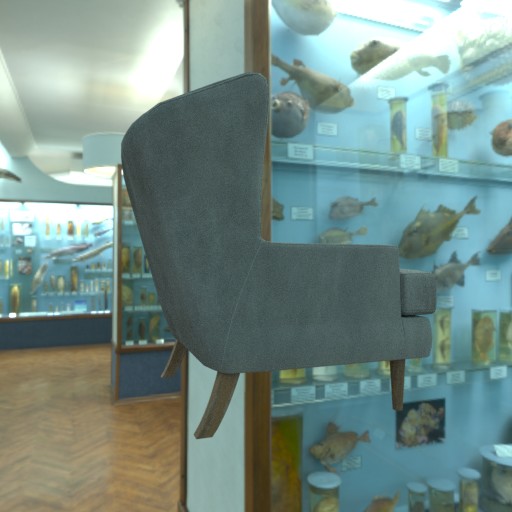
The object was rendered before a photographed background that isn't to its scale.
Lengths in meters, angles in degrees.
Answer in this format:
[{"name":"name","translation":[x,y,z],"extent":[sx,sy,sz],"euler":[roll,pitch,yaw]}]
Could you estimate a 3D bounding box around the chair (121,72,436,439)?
[{"name":"chair","translation":[0.000,0.000,1.551],"extent":[0.906,0.950,0.784],"euler":[0,-1,-20]}]
